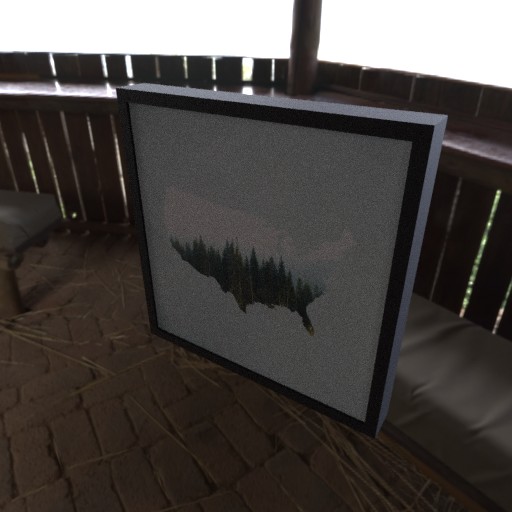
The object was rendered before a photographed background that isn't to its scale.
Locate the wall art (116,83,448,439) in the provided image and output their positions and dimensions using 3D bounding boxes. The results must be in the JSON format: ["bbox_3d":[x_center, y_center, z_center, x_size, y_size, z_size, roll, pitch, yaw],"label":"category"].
[{"bbox_3d":[0.000,0.000,0.450,0.304,0.304,0.038,17,33,28],"label":"wall art"}]
